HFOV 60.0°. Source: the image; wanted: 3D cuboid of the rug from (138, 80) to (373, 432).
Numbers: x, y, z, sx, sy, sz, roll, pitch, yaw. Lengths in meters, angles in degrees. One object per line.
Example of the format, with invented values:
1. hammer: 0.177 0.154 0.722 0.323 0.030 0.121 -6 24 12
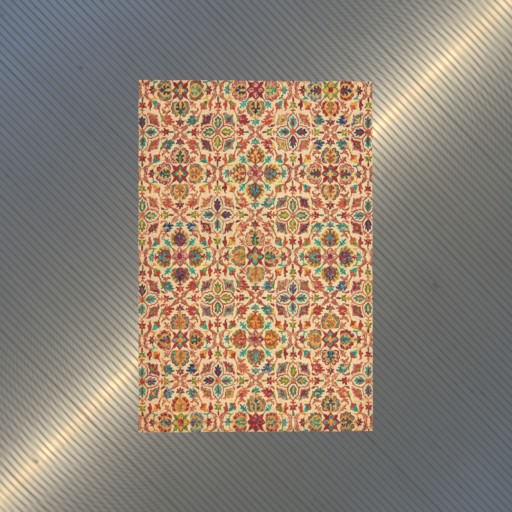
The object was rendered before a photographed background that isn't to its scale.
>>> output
1. rug: 0.000 0.000 2.320 1.226 0.013 1.838 0 90 -1
